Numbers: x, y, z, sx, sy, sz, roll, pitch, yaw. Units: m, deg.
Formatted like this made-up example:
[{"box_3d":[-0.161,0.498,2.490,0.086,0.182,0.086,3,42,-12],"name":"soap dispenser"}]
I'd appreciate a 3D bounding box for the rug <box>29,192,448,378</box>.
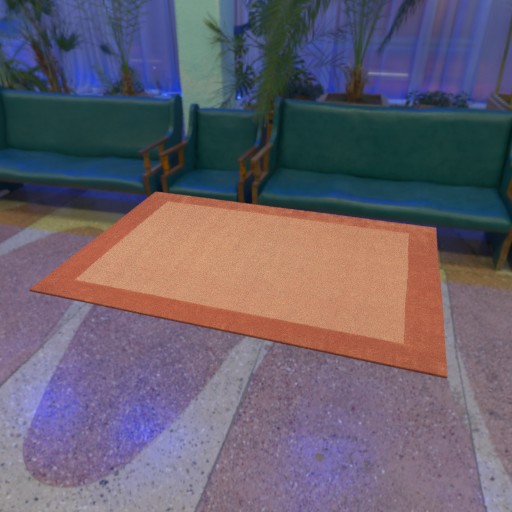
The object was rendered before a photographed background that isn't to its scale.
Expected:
[{"box_3d":[0.000,0.000,2.326,1.829,0.014,1.219,9,32,15],"name":"rug"}]
